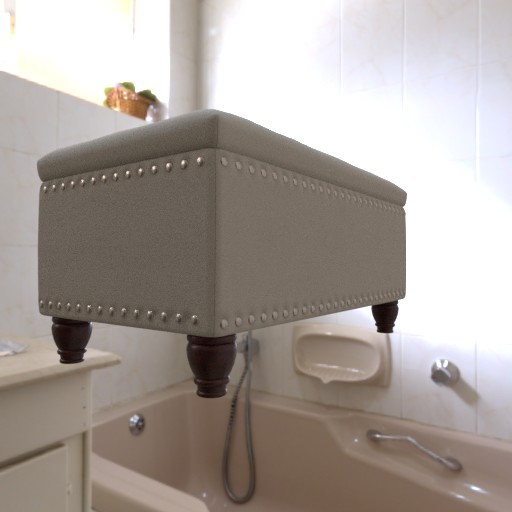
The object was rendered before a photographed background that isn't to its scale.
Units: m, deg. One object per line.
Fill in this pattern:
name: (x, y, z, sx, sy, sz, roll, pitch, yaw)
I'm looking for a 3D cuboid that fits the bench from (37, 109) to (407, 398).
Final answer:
bench: (0.000, 0.000, 1.131, 0.500, 0.449, 0.887, -1, -1, 36)
